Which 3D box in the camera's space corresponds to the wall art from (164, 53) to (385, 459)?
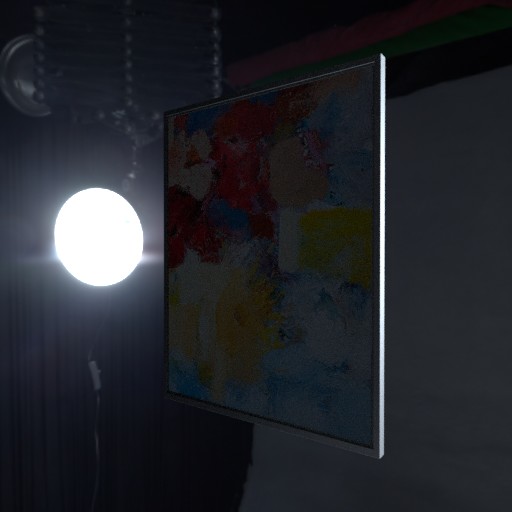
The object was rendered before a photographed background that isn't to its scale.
[{"bbox_3d":[0.000,0.000,1.396,0.816,1.046,0.030,0,1,36],"label":"wall art"}]
